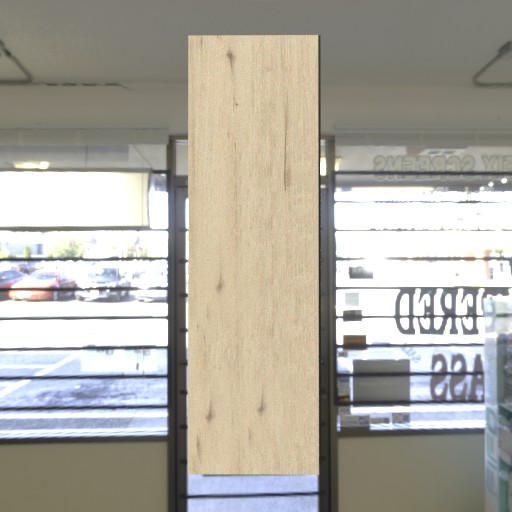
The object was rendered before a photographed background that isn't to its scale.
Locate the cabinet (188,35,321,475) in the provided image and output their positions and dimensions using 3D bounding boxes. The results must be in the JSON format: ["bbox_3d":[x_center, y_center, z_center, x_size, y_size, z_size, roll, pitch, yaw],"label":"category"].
[{"bbox_3d":[0.000,0.000,3.200,0.660,2.180,2.000,0,-1,0],"label":"cabinet"}]
